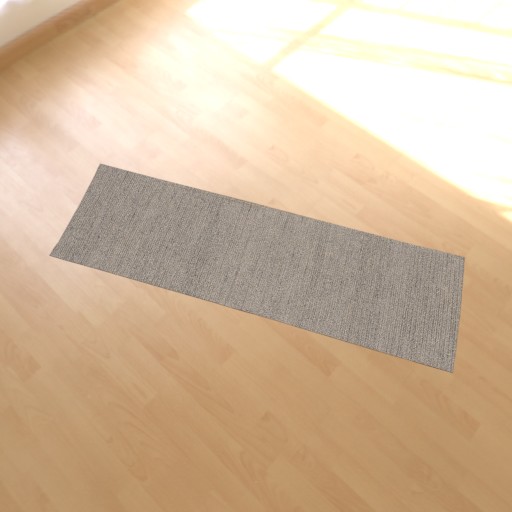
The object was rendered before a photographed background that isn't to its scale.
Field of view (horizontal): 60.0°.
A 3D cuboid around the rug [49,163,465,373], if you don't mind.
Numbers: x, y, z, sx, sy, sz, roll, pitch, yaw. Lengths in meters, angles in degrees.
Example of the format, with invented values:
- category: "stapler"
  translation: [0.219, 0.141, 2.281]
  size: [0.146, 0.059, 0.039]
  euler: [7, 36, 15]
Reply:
- category: "rug"
  translation: [0.000, 0.000, 2.556]
  size: [2.320, 0.032, 0.692]
  euler: [15, 64, 8]
